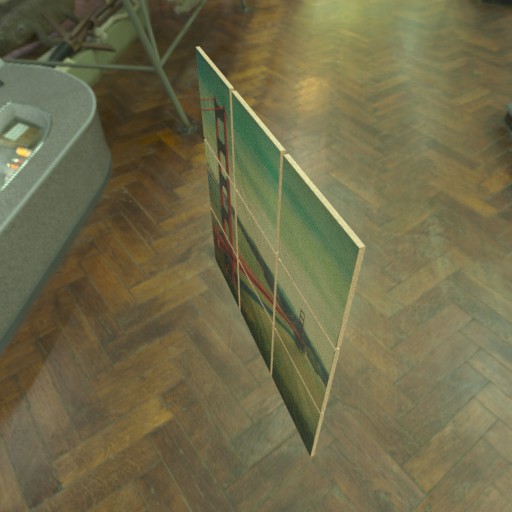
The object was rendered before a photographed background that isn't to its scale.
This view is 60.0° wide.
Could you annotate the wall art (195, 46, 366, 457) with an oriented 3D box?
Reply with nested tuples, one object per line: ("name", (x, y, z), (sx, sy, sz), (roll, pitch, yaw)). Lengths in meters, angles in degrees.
("wall art", (0.000, 0.000, 1.784), (0.016, 1.207, 1.217), (-16, 48, -15))
